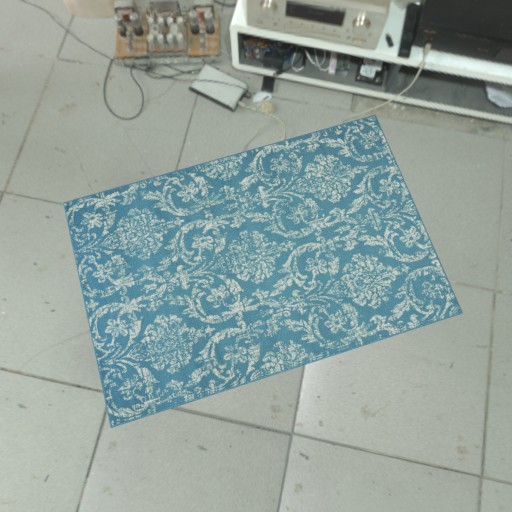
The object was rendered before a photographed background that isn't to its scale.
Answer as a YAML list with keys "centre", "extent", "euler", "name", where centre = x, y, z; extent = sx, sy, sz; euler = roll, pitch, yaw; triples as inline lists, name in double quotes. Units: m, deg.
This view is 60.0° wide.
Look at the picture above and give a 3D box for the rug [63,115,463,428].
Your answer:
- centre: [0.000, 0.000, 3.510]
  extent: [2.746, 0.018, 1.816]
  euler: [-17, 75, -5]
  name: "rug"
